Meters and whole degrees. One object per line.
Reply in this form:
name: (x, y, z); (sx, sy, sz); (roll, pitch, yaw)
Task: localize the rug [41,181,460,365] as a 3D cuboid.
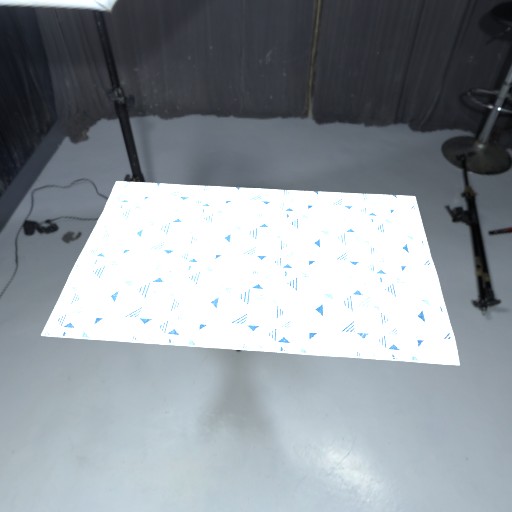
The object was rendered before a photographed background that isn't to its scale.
rug: (0.000, 0.000, 3.092); (2.457, 0.009, 1.512); (3, 47, 3)
